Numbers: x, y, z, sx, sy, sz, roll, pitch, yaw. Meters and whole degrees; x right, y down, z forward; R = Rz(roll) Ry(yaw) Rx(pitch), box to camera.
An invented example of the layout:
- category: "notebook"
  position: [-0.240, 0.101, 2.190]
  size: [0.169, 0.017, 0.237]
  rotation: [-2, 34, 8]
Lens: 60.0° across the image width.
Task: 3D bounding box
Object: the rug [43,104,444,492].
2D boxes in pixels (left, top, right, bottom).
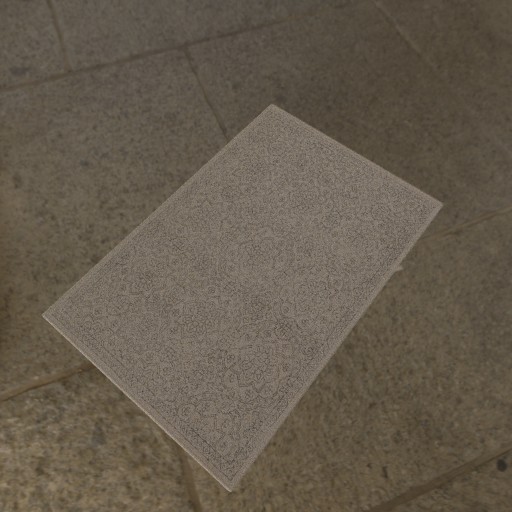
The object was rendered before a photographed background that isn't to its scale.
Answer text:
- category: "rug"
  position: [0.000, 0.000, 2.899]
  size: [1.524, 0.011, 2.286]
  rotation: [36, 68, 17]
